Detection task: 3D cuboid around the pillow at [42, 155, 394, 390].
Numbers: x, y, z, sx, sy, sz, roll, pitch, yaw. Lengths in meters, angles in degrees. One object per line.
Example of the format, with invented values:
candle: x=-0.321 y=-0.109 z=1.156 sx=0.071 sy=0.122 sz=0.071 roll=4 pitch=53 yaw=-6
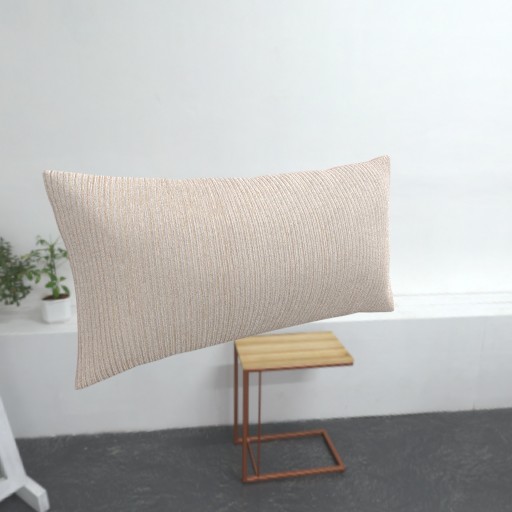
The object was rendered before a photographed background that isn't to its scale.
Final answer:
pillow: x=0.000 y=0.000 z=0.740 sx=0.608 sy=0.307 sz=0.155 roll=-9 pitch=19 yaw=-26
